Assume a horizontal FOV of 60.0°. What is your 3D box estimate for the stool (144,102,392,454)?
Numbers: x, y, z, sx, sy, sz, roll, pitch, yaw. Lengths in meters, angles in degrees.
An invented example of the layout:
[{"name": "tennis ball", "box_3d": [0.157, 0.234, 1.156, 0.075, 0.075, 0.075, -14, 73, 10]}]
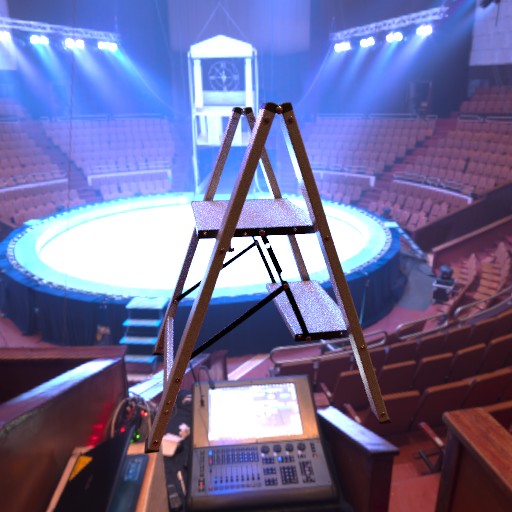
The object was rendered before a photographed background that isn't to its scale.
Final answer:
[{"name": "stool", "box_3d": [0.000, 0.000, 1.039, 0.535, 0.670, 0.440, -3, 18, -10]}]
